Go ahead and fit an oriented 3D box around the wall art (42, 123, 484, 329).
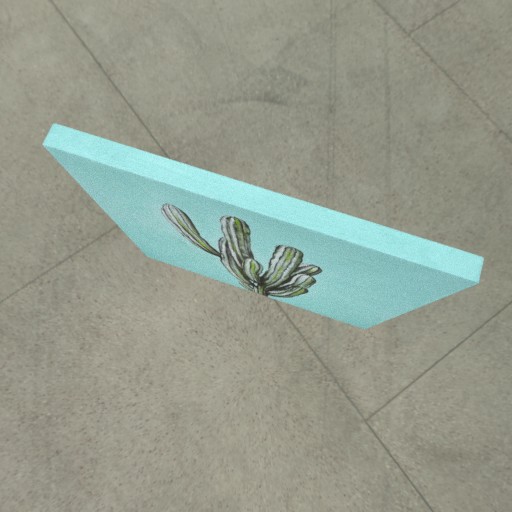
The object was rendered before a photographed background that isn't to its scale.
[{"bbox_3d":[0.000,0.000,1.110,0.765,0.766,0.054,18,76,5],"label":"wall art"}]
